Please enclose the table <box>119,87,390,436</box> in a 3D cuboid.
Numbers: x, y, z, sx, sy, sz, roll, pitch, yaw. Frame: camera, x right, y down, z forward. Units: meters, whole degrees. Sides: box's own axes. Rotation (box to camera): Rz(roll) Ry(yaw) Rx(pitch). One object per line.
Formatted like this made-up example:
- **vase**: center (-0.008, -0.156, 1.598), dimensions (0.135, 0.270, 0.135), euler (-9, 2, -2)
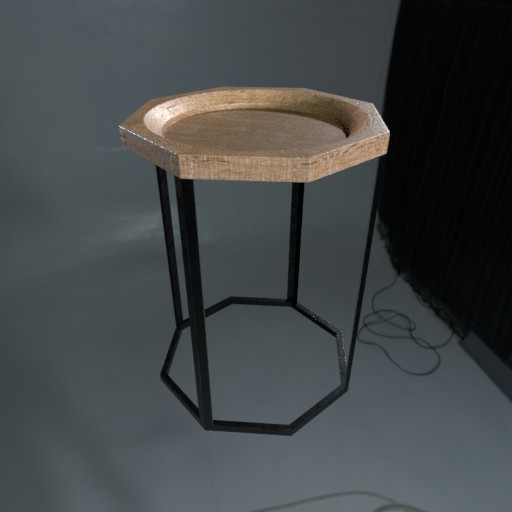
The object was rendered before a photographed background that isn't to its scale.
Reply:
- **table**: center (0.000, 0.000, 0.876), dimensions (0.437, 0.553, 0.437), euler (-10, 34, -15)
